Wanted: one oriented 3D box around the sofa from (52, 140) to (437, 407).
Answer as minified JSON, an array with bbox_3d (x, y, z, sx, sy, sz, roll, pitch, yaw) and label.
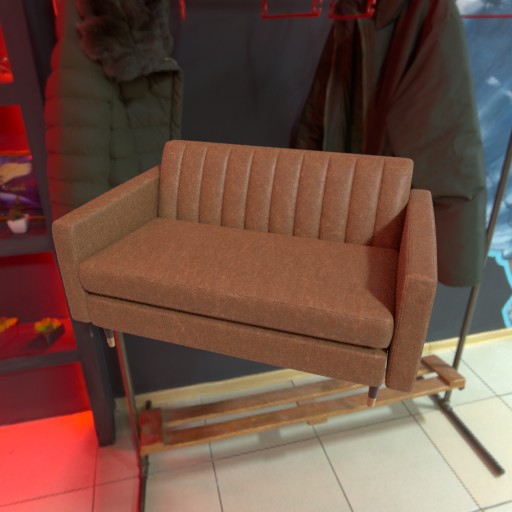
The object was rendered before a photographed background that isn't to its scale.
[{"bbox_3d":[0.000,0.000,2.113,1.549,0.820,0.960,9,29,16],"label":"sofa"}]
